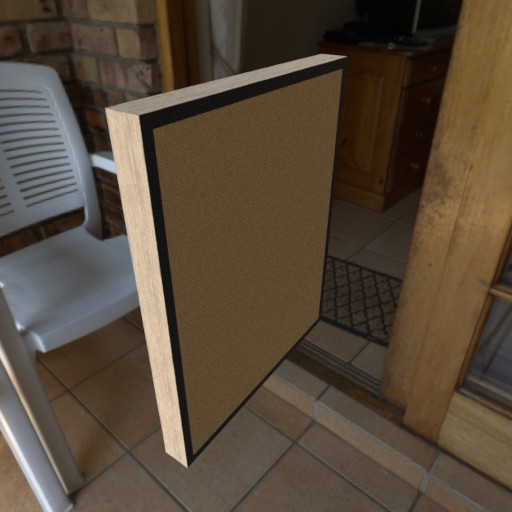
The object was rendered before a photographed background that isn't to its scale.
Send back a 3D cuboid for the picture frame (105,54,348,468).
[{"bbox_3d":[0.000,0.000,0.687,0.046,0.526,0.421,21,38,29],"label":"picture frame"}]
